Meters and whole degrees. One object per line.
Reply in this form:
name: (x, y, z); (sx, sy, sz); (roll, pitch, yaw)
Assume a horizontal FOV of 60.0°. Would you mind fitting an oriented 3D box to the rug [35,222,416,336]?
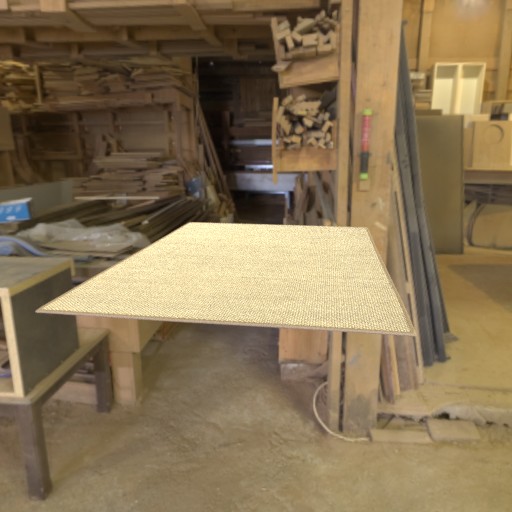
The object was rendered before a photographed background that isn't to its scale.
rug: (0.000, 0.000, 2.719); (1.517, 0.013, 2.115); (2, 15, 9)
